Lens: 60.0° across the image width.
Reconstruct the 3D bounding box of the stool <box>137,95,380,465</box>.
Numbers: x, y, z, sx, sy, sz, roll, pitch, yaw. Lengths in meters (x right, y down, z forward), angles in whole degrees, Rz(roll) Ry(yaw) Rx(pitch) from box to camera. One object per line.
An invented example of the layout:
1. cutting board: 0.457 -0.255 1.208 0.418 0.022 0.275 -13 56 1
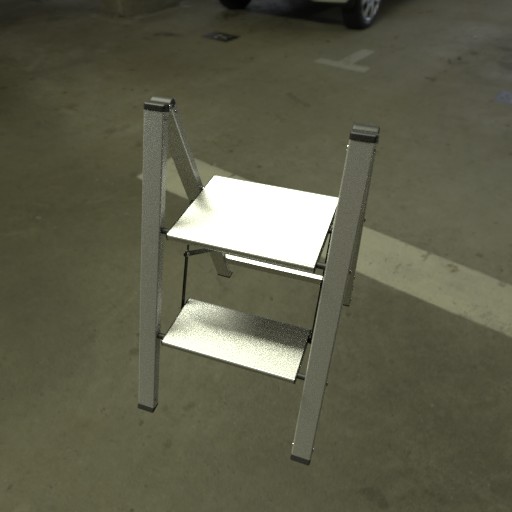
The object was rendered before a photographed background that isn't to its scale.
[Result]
1. stool: 0.000 0.000 1.010 0.440 0.670 0.535 13 42 14
